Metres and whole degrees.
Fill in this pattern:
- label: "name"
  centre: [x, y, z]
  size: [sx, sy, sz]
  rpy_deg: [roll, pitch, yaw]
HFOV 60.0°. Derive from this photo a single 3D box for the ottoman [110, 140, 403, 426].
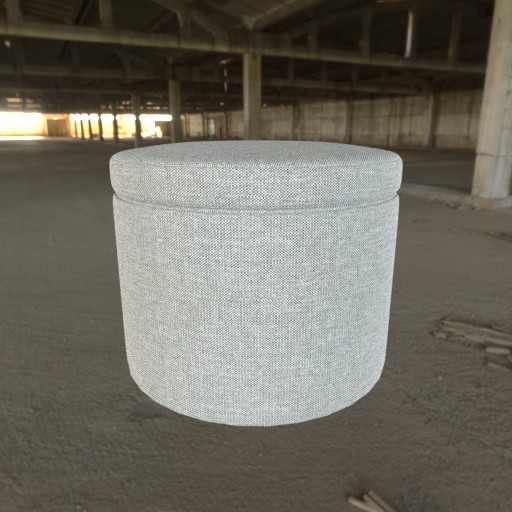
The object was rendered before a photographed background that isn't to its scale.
- label: "ottoman"
  centre: [0.000, 0.000, 0.842]
  size: [0.500, 0.419, 0.500]
  rpy_deg: [0, 16, 0]
